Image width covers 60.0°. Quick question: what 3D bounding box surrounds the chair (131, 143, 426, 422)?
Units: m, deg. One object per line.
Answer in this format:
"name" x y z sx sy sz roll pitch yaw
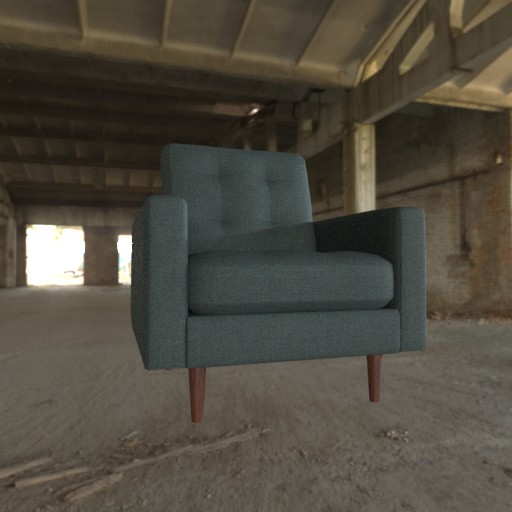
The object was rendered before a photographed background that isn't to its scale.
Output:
"chair" 0.000 0.000 1.563 0.821 0.880 0.843 0 -1 -18
